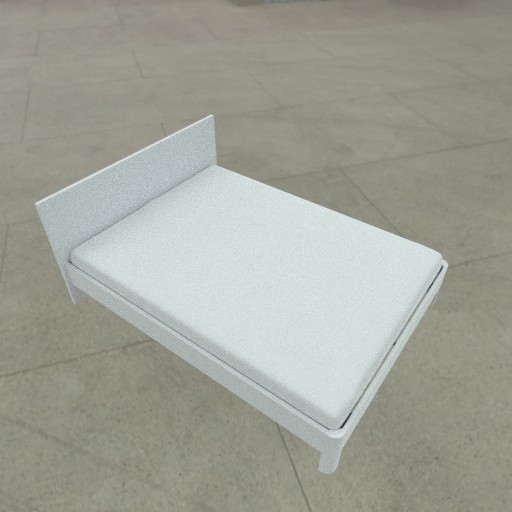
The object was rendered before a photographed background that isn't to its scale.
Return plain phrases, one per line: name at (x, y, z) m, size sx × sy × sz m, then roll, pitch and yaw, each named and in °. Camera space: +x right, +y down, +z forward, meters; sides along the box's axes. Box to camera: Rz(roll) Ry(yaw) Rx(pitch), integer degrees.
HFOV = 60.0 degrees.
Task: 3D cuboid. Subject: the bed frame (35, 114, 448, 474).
bed frame at (0.000, 0.000, 2.729) m, size 1.950 × 0.800 × 1.490 m, roll 26°, pitch 47°, yaw 27°
